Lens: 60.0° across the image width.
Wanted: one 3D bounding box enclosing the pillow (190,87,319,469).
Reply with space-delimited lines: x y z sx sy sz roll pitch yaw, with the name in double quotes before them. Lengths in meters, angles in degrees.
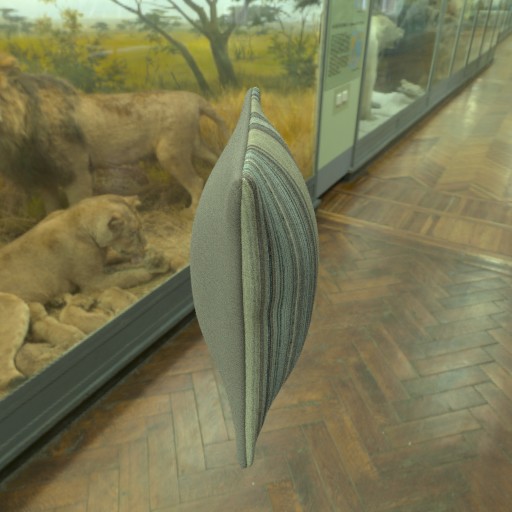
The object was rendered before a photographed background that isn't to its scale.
"pillow" 0.000 0.000 0.676 0.189 0.416 0.435 0 31 1
